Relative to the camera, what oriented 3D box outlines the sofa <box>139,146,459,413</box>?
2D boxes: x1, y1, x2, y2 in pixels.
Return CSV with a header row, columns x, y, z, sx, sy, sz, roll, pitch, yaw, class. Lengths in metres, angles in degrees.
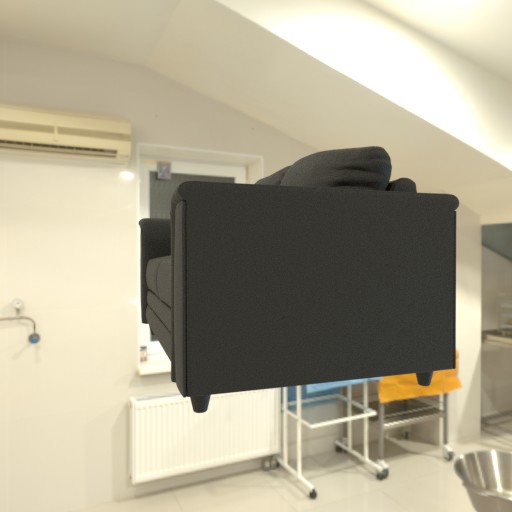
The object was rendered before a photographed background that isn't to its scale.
x,y,z,sx,sy,sz,roll,pitch,yaw,class
0.000,0.000,1.904,0.887,0.845,1.386,0,1,-19,sofa
